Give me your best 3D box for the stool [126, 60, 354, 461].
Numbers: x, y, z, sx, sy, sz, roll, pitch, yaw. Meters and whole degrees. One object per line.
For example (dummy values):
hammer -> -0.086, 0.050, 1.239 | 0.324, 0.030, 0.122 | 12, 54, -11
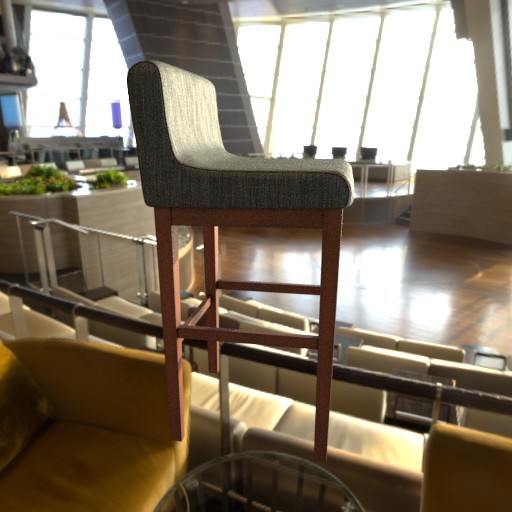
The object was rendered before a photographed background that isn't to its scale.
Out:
stool -> 0.000, 0.000, 1.222 | 0.499, 0.965, 0.426 | 3, 16, 11
